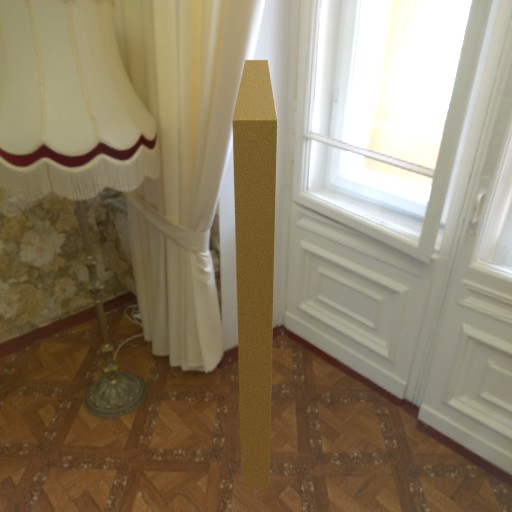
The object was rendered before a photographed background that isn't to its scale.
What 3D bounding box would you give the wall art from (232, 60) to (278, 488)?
[{"bbox_3d":[0.000,0.000,0.860,0.048,0.642,0.537,0,30,0],"label":"wall art"}]
